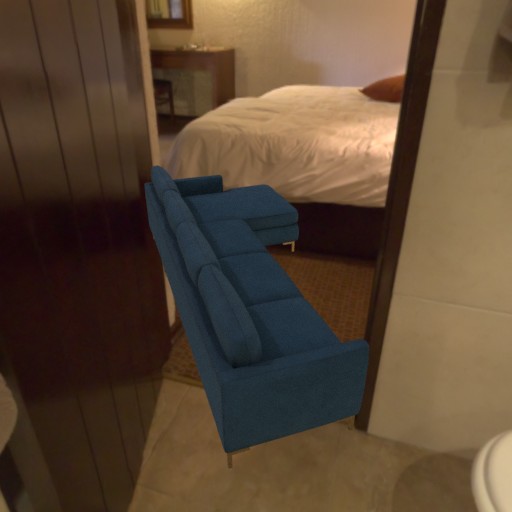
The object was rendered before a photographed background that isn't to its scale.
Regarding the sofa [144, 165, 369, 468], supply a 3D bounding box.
[{"bbox_3d":[0.000,0.000,3.487,1.350,0.810,2.932,-10,30,-17],"label":"sofa"}]
